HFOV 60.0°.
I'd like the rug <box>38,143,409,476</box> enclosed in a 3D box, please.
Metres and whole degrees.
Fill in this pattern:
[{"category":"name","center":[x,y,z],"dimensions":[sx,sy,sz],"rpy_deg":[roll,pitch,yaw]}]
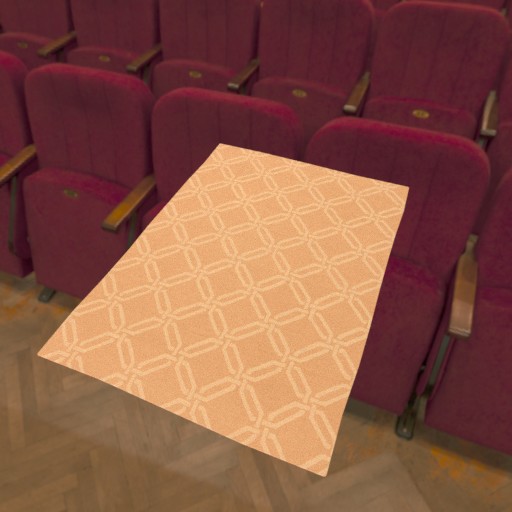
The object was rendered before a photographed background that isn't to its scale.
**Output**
[{"category":"rug","center":[0.000,0.000,2.708],"dimensions":[1.524,0.013,2.135],"rpy_deg":[17,48,15]}]
